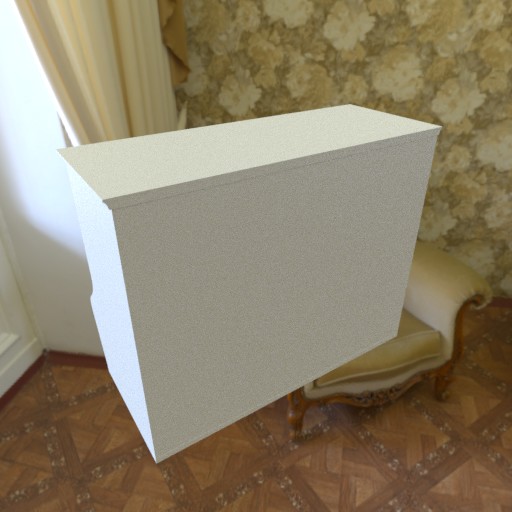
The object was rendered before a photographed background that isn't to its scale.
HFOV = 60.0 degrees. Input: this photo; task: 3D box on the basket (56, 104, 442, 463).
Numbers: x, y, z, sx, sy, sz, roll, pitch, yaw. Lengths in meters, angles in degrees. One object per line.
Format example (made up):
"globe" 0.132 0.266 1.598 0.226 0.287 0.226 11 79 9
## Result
"basket" 0.000 0.000 1.135 0.792 0.625 0.376 -18 35 -28
